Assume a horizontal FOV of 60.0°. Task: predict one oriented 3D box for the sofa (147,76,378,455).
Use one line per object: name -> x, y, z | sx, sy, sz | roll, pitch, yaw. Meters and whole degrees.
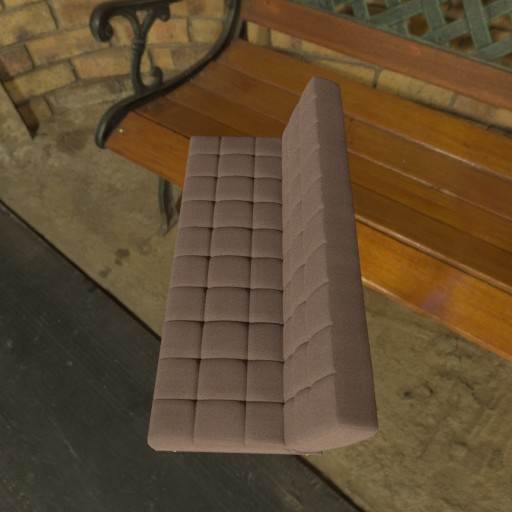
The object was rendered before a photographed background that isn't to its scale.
sofa -> 0.000, 0.000, 2.228 | 0.860, 0.810, 1.800 | 1, 58, 1
